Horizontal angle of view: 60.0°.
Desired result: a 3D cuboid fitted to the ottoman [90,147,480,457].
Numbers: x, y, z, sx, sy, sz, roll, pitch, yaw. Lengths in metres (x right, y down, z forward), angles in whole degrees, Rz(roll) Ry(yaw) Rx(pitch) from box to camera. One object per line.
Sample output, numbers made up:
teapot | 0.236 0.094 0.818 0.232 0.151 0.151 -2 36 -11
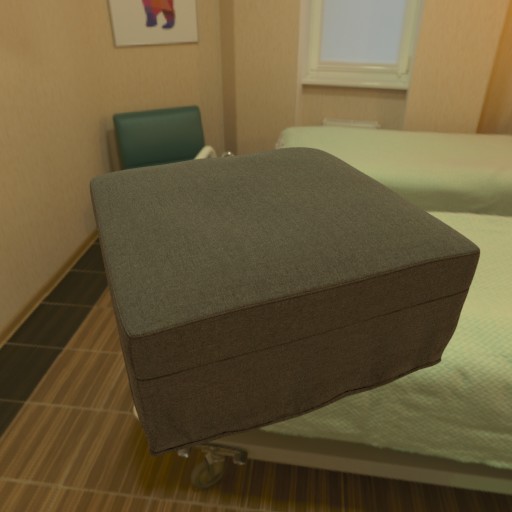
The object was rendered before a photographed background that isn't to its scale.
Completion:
ottoman | 0.000 0.000 1.308 0.843 0.436 0.840 -12 33 -19
